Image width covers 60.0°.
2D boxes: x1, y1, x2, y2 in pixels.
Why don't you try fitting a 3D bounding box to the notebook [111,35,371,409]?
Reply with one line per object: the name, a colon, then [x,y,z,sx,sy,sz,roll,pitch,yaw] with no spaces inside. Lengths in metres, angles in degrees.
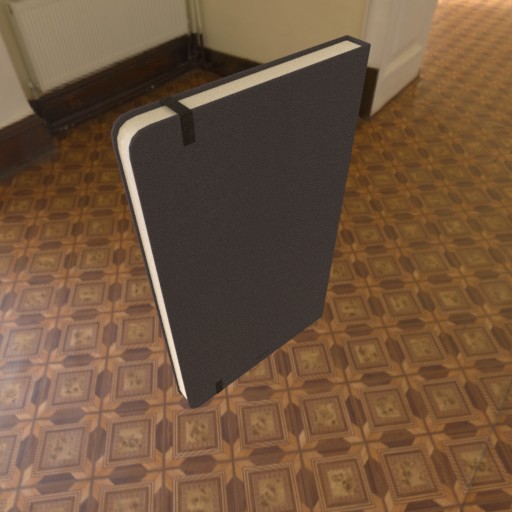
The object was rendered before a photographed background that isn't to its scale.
notebook: [0.000,0.000,0.258,0.127,0.213,0.016,-31,53,-26]
